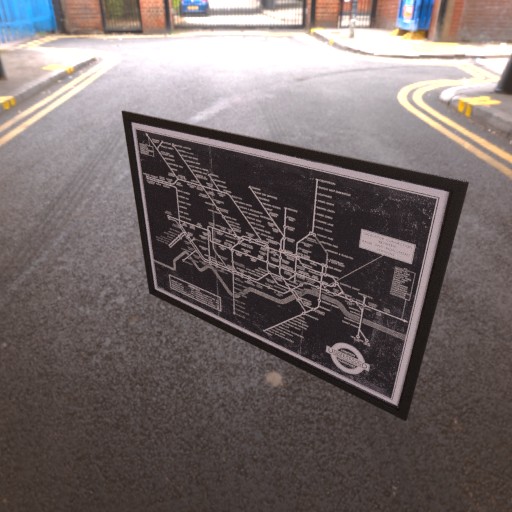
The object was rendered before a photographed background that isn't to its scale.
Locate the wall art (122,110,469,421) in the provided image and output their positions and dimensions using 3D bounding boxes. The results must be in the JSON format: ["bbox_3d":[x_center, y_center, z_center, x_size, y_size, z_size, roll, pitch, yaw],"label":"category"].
[{"bbox_3d":[0.000,0.000,1.514,1.192,0.811,0.013,20,36,30],"label":"wall art"}]
